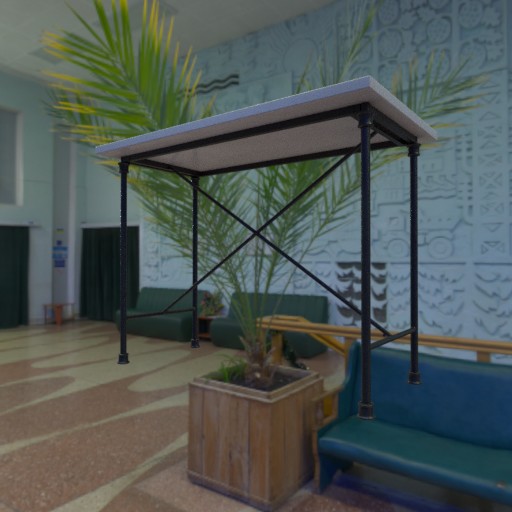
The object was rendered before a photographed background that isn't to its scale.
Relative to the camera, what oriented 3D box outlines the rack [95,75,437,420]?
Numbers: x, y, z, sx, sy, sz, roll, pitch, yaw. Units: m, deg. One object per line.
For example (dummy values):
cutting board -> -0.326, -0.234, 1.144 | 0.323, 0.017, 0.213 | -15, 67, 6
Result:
rack -> 0.000, 0.000, 1.678 | 1.159, 0.880, 0.613 | 0, -1, 37
